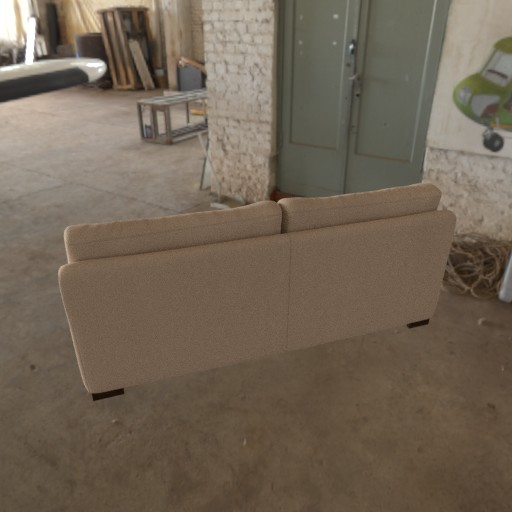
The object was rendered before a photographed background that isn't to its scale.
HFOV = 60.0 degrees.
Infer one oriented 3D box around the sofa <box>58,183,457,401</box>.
[{"bbox_3d":[0.000,0.000,2.740,2.147,0.925,0.929,-9,29,-17],"label":"sofa"}]
